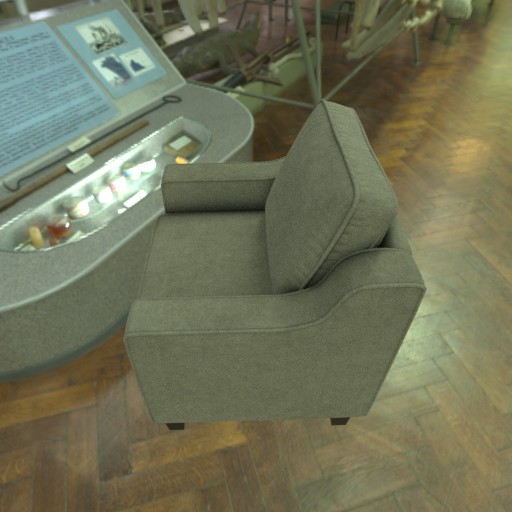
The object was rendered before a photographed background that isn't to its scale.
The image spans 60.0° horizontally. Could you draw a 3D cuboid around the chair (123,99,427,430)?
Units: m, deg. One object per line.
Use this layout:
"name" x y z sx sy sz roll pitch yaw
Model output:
"chair" 0.000 0.000 1.633 0.840 0.944 0.926 -1 41 -1
